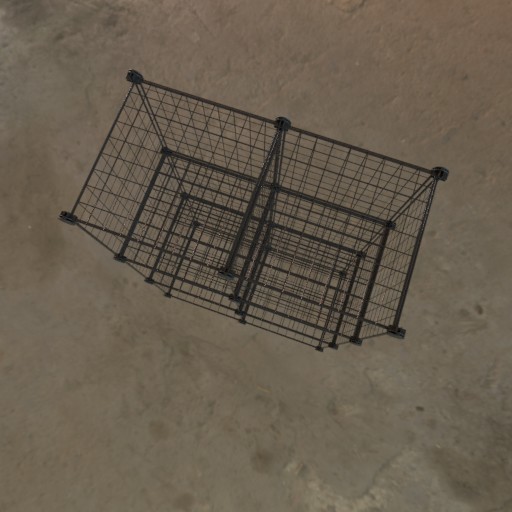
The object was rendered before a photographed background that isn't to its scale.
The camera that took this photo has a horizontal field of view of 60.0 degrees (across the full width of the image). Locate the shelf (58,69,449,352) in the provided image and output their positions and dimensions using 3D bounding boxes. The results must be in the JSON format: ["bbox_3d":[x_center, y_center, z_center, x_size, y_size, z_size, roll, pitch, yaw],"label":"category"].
[{"bbox_3d":[0.000,0.000,1.399,0.711,1.067,0.356,19,77,4],"label":"shelf"}]
